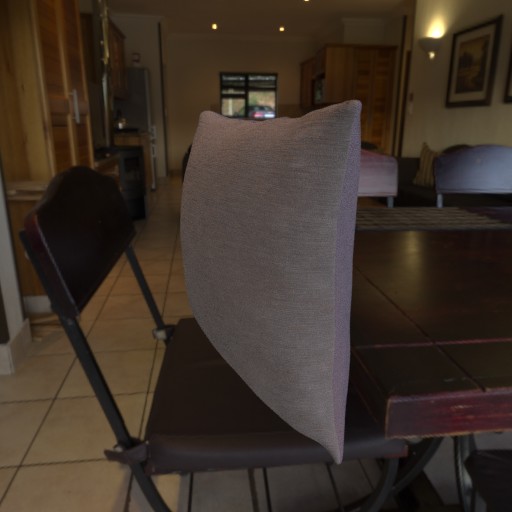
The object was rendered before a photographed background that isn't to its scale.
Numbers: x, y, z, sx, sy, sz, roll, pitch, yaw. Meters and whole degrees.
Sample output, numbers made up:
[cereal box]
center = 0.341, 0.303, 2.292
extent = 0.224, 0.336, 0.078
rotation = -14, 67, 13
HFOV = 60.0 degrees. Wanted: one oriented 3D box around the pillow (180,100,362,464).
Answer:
[pillow]
center = 0.000, 0.000, 0.683
extent = 0.204, 0.439, 0.452
rotation = -8, 18, -25
